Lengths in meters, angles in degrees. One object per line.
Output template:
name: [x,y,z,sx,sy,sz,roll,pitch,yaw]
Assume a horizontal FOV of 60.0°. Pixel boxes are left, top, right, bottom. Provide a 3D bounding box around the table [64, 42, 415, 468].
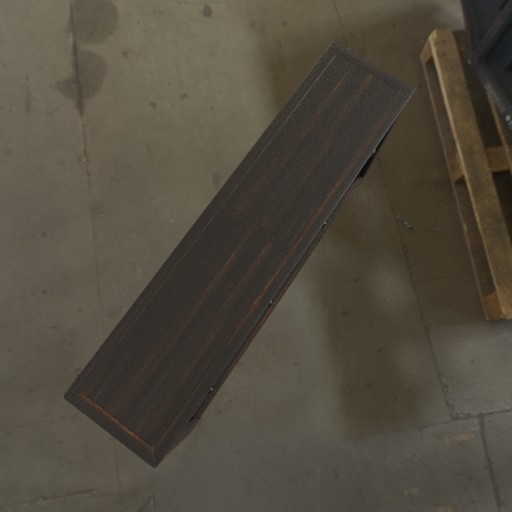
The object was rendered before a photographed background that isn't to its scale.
table: [0.000,0.000,1.926,0.384,0.762,1.631,34,78,8]
